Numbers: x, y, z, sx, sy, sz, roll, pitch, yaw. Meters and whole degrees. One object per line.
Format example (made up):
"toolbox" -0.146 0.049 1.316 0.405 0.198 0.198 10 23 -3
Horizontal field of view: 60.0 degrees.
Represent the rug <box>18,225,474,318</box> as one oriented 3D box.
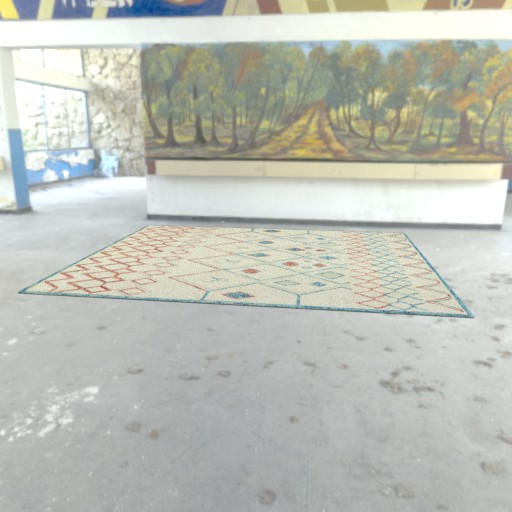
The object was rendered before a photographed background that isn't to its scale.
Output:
"rug" 0.000 0.000 4.074 3.050 0.016 2.441 2 15 8
